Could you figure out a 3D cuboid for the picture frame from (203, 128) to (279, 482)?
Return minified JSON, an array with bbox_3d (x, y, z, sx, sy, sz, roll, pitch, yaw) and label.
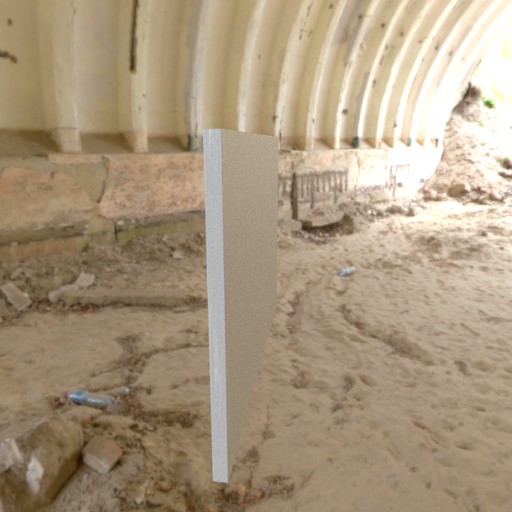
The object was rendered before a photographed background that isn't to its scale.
[{"bbox_3d":[0.000,0.000,1.212,0.029,0.640,0.950,2,14,8],"label":"picture frame"}]
